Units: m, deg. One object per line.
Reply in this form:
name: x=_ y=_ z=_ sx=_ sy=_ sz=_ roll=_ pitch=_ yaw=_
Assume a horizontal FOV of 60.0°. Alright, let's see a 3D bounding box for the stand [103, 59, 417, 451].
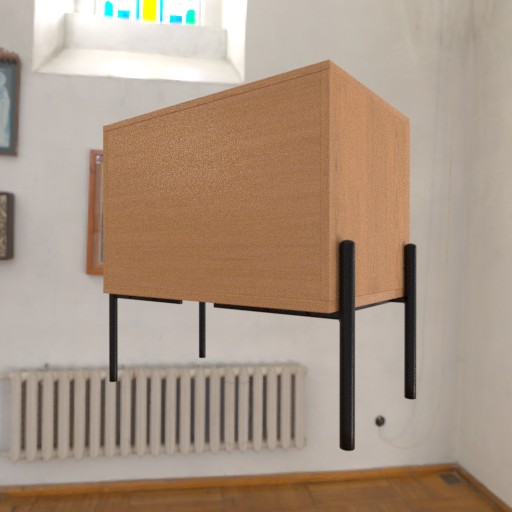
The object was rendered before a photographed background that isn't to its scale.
stand: x=0.000 y=0.000 z=1.008 sx=0.630 sy=0.600 sz=0.400 roll=0 pitch=0 yaw=37
